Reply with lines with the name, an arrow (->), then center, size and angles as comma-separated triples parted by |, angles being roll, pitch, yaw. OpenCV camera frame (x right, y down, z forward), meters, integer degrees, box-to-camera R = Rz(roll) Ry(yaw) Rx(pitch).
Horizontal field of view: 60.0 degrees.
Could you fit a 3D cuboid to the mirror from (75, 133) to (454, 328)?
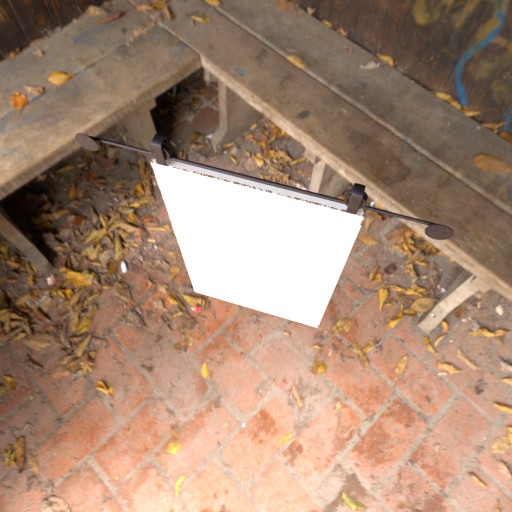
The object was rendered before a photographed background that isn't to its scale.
mirror -> 0.000, 0.000, 1.249 | 0.808, 0.844, 0.037 | 15, 65, 7
